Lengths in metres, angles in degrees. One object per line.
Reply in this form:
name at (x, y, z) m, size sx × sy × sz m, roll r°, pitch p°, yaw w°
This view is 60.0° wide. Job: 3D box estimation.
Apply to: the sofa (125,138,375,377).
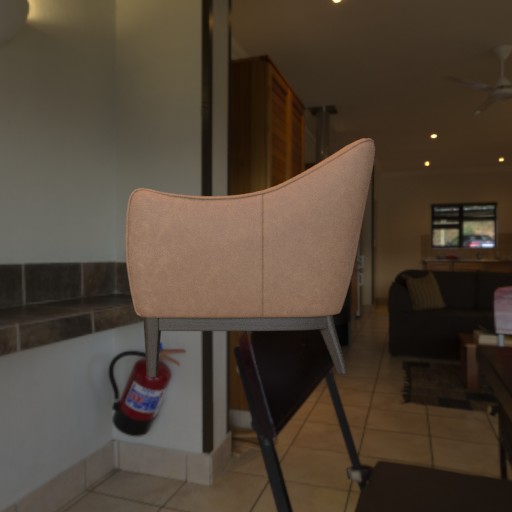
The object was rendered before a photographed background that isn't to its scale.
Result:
sofa at (0.000, 0.000, 2.378) m, size 0.869 × 0.830 × 1.928 m, roll 0°, pitch 0°, yaw 0°
